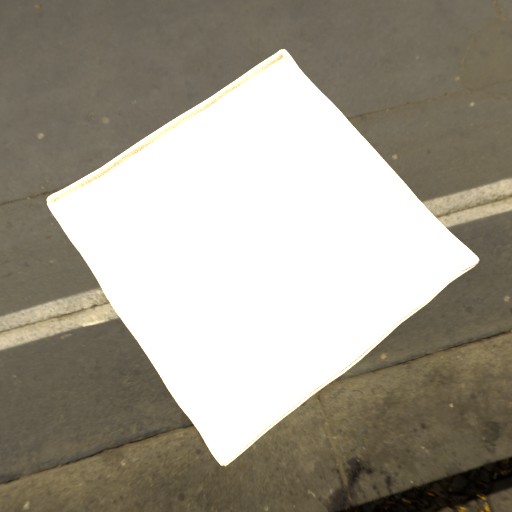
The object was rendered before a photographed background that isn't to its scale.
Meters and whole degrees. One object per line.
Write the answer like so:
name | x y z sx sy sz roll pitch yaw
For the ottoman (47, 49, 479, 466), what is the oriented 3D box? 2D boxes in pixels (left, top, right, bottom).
ottoman | 0.000 0.000 1.152 0.696 0.470 0.707 -36 79 -8
